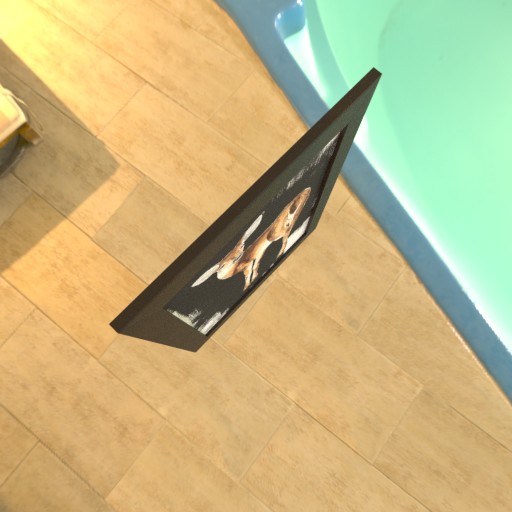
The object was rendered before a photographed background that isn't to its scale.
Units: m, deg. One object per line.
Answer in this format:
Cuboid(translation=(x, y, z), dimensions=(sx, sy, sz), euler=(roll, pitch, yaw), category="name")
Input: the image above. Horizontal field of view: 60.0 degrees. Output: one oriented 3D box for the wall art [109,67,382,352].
Cuboid(translation=(0.000, 0.000, 0.663), dimensions=(0.013, 0.508, 0.359), euler=(43, 80, 10), category="wall art")
